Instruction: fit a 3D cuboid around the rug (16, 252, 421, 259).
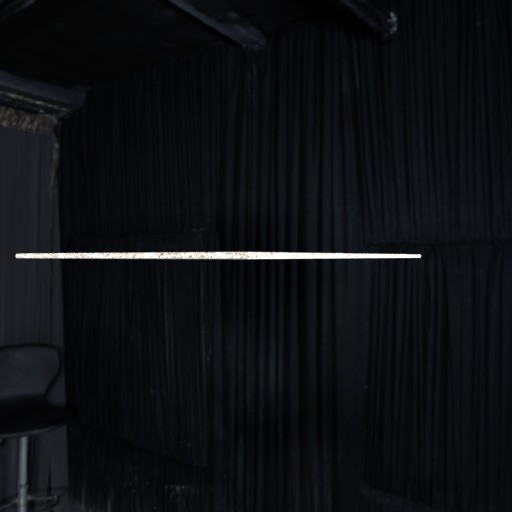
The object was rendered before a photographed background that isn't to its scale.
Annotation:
[{"bbox_3d":[0.000,0.000,3.393,1.778,0.030,2.743,0,0,34],"label":"rug"}]
